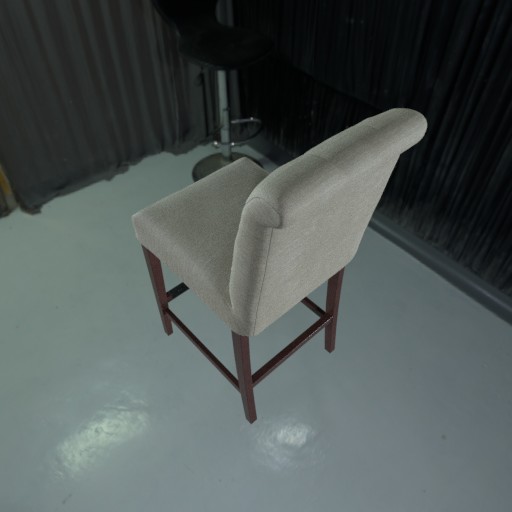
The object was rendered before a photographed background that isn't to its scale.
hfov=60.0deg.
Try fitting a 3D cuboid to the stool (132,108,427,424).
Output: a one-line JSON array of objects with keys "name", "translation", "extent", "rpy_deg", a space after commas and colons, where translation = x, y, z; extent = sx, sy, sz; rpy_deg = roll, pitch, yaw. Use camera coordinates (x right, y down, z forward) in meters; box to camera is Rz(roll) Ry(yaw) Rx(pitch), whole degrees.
[{"name": "stool", "translation": [0.000, 0.000, 1.410], "extent": [0.486, 1.084, 0.660], "rpy_deg": [-34, 55, -28]}]
